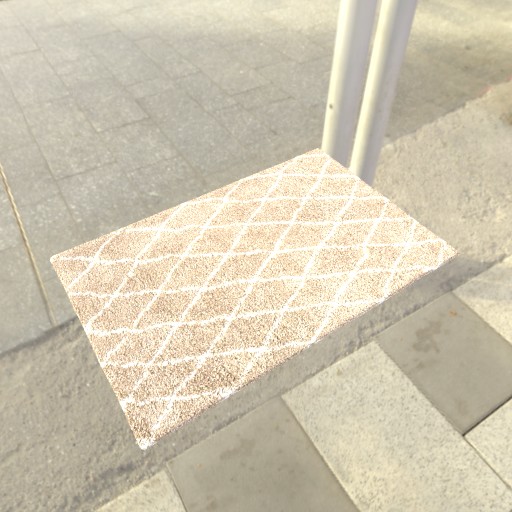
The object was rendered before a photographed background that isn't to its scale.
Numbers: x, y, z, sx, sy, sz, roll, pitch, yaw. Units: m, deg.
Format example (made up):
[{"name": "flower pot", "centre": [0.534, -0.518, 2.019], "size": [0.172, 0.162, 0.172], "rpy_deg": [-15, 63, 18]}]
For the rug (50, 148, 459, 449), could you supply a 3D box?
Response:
[{"name": "rug", "centre": [0.000, 0.000, 3.524], "size": [2.743, 0.030, 1.778], "rpy_deg": [-26, 52, -22]}]
